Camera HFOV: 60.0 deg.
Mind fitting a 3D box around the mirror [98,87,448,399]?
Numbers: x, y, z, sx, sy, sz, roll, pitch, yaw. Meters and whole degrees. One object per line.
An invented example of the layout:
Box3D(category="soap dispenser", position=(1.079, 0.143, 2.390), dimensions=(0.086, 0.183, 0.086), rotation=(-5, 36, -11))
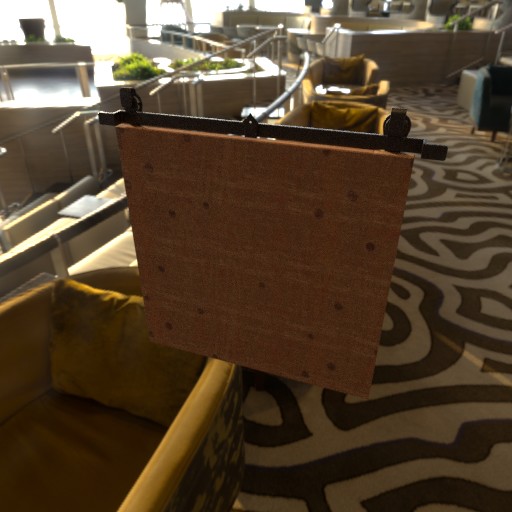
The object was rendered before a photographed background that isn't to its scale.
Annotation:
Box3D(category="mirror", position=(0.000, 0.000, 1.166), dimensions=(0.805, 0.800, 0.054), rotation=(11, 33, 17))
